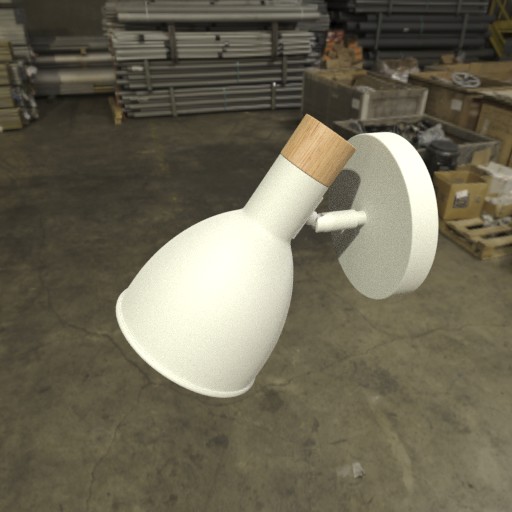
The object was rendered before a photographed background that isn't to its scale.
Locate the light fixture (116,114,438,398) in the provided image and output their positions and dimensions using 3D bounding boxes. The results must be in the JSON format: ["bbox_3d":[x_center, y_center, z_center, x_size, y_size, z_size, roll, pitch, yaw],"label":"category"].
[{"bbox_3d":[0.000,0.000,0.328,0.209,0.199,0.127,-8,31,-14],"label":"light fixture"}]
